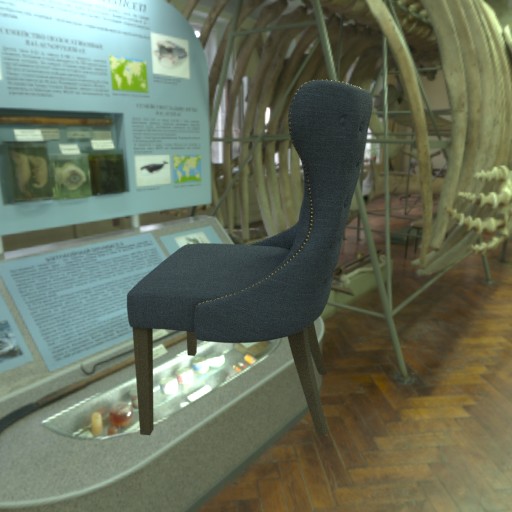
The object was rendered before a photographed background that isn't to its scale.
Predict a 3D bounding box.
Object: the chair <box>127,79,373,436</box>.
[{"bbox_3d":[0.000,0.000,1.373,0.635,0.967,0.628,2,16,8],"label":"chair"}]
